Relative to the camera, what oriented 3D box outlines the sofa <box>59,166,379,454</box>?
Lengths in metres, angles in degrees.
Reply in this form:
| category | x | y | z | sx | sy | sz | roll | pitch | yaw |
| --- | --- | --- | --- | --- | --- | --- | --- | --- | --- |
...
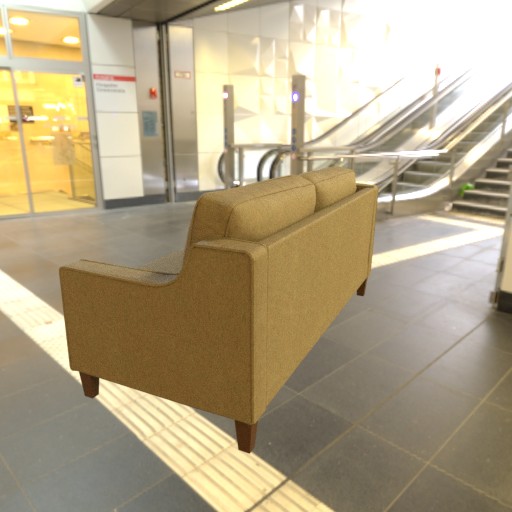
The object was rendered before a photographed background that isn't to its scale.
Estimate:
| category | x | y | z | sx | sy | sz | roll | pitch | yaw |
| --- | --- | --- | --- | --- | --- | --- | --- | --- | --- |
| sofa | 0.000 | 0.000 | 2.839 | 1.073 | 1.074 | 2.181 | 8 | 18 | 25 |
